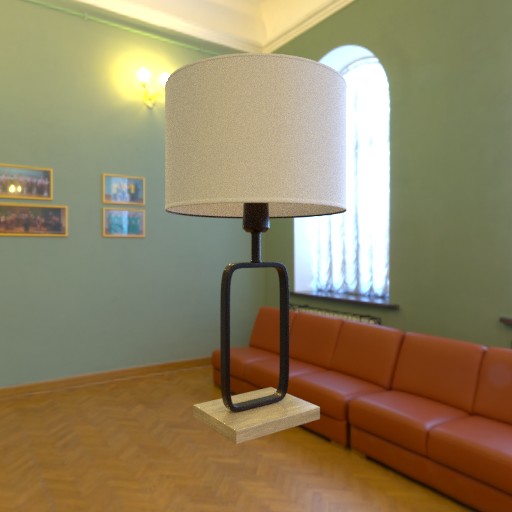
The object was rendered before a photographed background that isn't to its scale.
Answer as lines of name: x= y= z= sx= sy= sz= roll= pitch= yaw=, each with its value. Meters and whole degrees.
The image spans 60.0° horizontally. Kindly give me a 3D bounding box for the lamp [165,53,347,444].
lamp: x=0.000 y=0.000 z=0.693 sx=0.279 sy=0.508 sz=0.279 roll=0 pitch=1 yaw=-36
